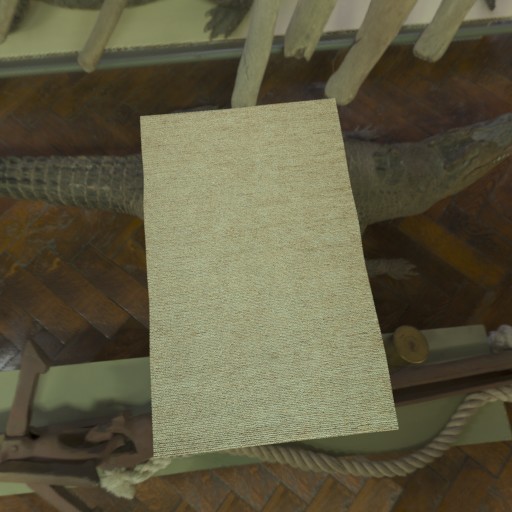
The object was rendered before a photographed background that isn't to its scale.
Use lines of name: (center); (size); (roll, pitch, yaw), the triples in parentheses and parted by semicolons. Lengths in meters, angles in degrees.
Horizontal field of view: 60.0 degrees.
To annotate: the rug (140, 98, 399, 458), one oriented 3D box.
rug: (0.000, 0.000, 3.091); (1.533, 0.011, 2.439); (-6, 73, -2)
